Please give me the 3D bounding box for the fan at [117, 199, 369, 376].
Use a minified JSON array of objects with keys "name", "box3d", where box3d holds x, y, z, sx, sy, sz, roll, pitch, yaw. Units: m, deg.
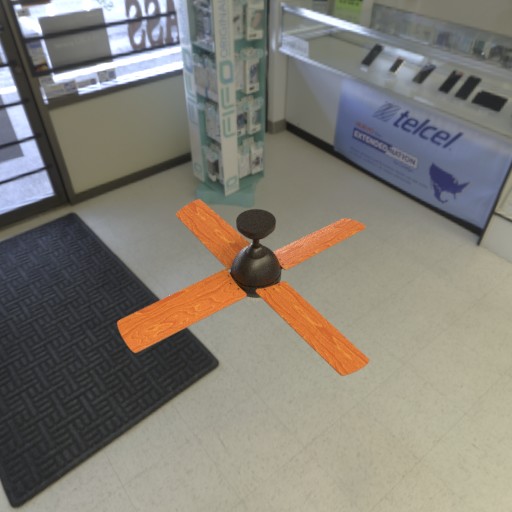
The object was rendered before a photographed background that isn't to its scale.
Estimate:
[{"name":"fan","box3d":[0.000,0.000,2.022,1.332,0.403,1.332,-26,48,-26]}]
